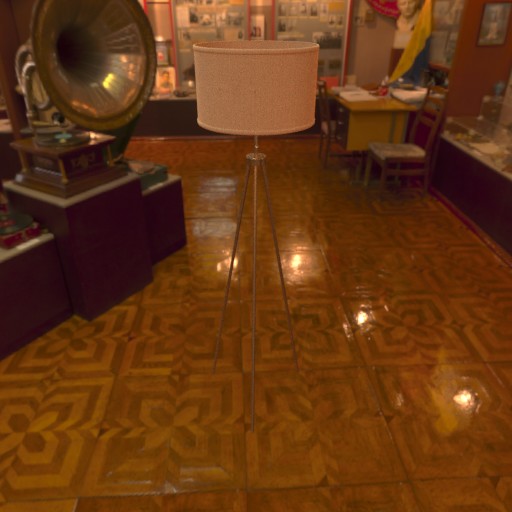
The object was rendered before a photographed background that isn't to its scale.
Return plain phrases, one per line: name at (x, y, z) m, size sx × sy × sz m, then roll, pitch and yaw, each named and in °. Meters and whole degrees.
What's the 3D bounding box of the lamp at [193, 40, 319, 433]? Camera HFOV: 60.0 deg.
lamp at (0.000, 0.000, 1.793) m, size 0.449 × 1.545 × 0.460 m, roll 0°, pitch 29°, yaw -1°
